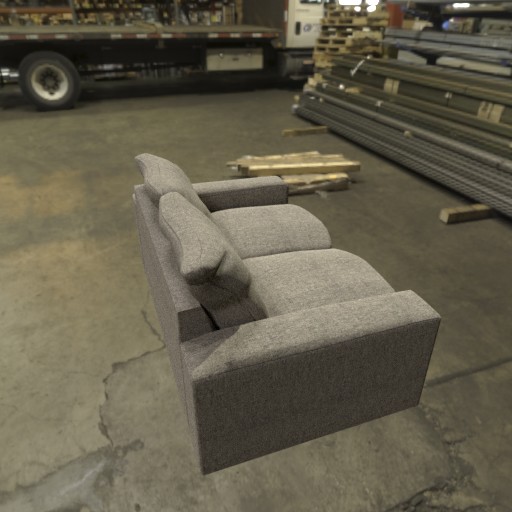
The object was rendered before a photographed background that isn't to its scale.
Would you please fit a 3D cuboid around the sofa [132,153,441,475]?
[{"bbox_3d":[0.000,0.000,2.400,1.094,0.877,1.758,-10,32,-17],"label":"sofa"}]
